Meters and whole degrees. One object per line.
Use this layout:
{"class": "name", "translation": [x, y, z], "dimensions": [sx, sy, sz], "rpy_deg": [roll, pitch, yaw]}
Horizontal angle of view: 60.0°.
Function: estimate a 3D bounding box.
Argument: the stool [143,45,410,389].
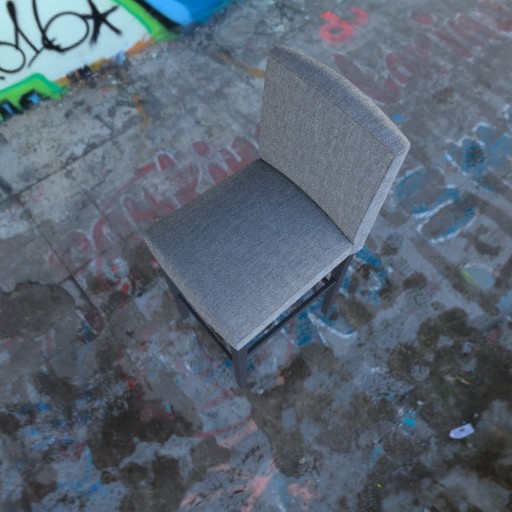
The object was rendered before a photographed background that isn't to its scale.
{"class": "stool", "translation": [0.000, 0.000, 1.455], "dimensions": [0.552, 1.138, 0.451], "rpy_deg": [-37, 69, -17]}
